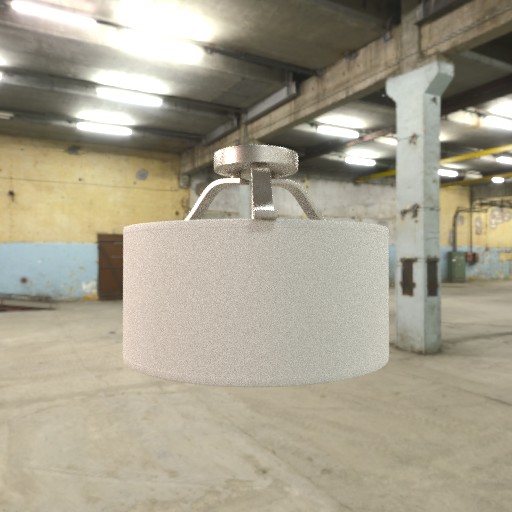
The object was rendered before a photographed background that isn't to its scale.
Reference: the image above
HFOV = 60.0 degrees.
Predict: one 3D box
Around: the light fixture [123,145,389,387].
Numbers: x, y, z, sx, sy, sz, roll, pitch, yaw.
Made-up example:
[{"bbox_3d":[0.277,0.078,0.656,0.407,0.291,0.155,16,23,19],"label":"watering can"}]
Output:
[{"bbox_3d":[0.000,0.000,0.660,0.395,0.304,0.395,0,-1,0],"label":"light fixture"}]
